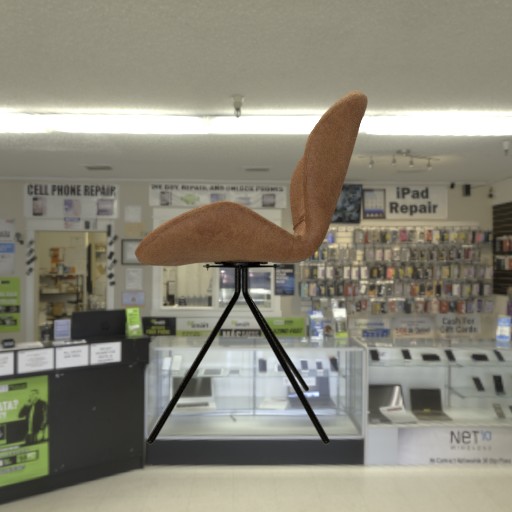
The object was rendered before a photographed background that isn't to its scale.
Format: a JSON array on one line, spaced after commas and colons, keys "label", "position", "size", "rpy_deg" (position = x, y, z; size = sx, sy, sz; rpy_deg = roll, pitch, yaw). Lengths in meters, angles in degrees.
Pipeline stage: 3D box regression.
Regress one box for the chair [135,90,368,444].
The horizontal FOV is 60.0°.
[{"label": "chair", "position": [0.000, 0.000, 1.308], "size": [0.640, 0.929, 0.527], "rpy_deg": [0, 0, 0]}]
